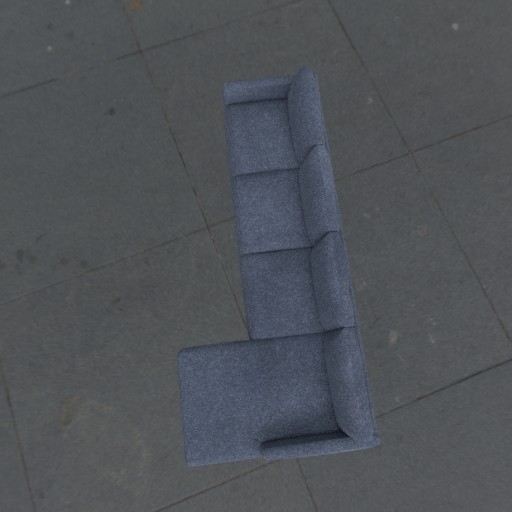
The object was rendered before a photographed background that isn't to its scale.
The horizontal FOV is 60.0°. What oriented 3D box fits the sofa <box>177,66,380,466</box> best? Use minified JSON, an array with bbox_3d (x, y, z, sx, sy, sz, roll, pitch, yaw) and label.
[{"bbox_3d":[0.000,0.000,3.462,1.350,0.810,2.932,-6,76,-2],"label":"sofa"}]
